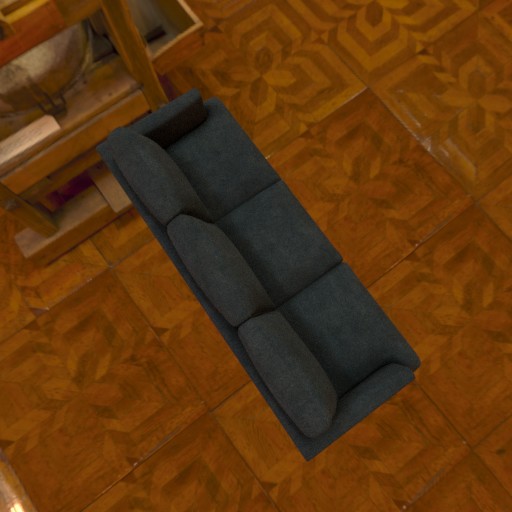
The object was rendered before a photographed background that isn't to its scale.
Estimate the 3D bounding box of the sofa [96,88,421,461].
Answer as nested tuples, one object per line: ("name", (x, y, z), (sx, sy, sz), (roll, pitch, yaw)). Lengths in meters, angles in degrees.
("sofa", (0.000, 0.000, 2.796), (0.903, 0.930, 2.246), (-34, 78, -8))
